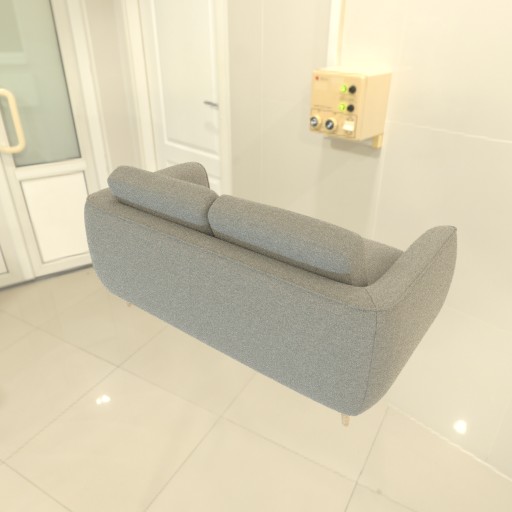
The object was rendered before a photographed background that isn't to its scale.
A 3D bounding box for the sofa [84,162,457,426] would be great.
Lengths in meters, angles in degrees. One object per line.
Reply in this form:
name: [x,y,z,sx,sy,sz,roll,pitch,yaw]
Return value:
sofa: [0.000,0.000,2.213,1.700,0.850,0.920,20,35,32]
